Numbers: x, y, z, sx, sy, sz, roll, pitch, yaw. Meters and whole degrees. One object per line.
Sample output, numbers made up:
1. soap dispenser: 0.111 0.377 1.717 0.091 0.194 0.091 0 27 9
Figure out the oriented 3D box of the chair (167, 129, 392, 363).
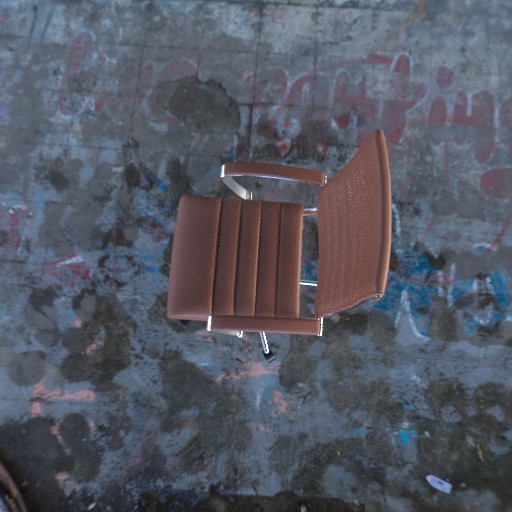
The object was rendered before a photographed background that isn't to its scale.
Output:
1. chair: 0.000 0.000 1.659 0.739 1.149 0.766 4 76 1
